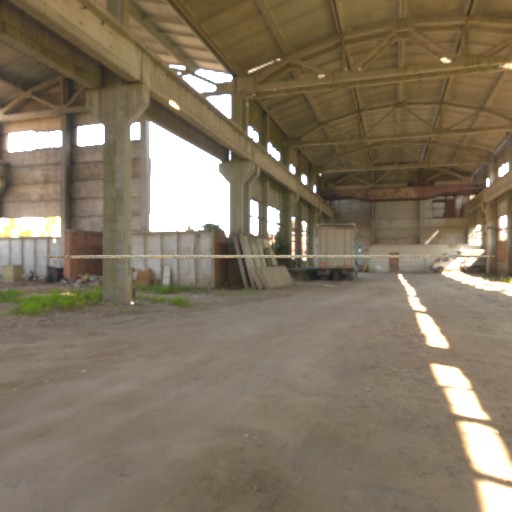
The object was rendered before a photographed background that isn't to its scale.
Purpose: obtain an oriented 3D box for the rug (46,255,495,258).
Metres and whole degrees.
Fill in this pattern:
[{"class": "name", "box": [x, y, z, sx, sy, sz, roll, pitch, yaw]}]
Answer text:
[{"class": "rug", "box": [0.000, 0.000, 2.223, 1.730, 0.009, 1.278, 0, 0, -16]}]
